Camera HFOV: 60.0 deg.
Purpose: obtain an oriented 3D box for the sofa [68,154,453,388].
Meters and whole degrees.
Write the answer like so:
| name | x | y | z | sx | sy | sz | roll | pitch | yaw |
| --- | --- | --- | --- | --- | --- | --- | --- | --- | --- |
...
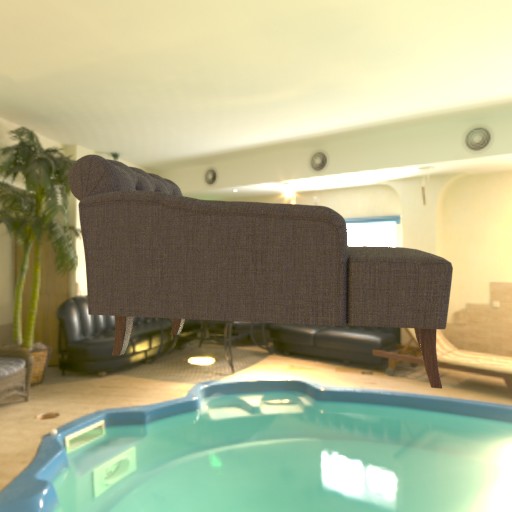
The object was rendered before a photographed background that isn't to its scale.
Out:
| name | x | y | z | sx | sy | sz | roll | pitch | yaw |
| --- | --- | --- | --- | --- | --- | --- | --- | --- | --- |
| sofa | 0.000 | 0.000 | 1.773 | 1.379 | 0.787 | 0.675 | 0 | 0 | 17 |
